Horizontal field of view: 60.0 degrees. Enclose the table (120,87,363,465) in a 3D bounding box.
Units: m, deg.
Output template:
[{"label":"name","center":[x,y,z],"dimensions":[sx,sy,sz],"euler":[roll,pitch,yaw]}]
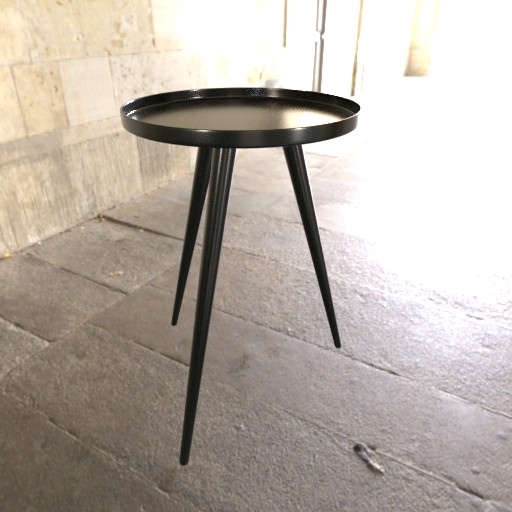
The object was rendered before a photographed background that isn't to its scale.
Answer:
[{"label":"table","center":[0.000,0.000,0.829],"dimensions":[0.415,0.548,0.403],"euler":[-7,29,-13]}]
